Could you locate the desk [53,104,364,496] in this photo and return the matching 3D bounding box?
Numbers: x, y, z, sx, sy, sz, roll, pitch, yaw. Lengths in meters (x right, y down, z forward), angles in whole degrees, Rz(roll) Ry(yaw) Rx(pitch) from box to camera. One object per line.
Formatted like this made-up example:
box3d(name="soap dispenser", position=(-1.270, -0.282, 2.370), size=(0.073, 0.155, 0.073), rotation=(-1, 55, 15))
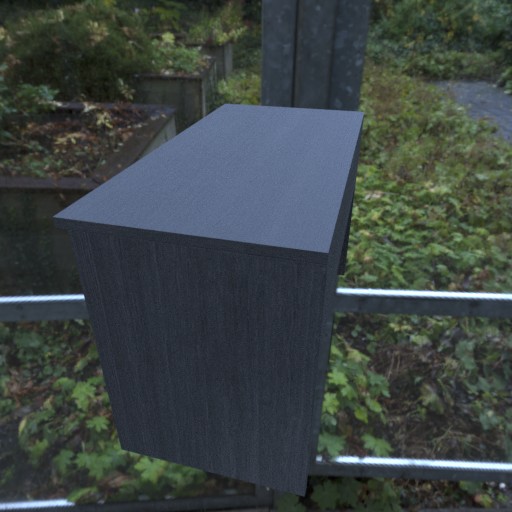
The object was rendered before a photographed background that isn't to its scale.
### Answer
box3d(name="desk", position=(0.000, 0.000, 1.477), size=(0.557, 0.729, 1.099), rotation=(8, 32, 13))
